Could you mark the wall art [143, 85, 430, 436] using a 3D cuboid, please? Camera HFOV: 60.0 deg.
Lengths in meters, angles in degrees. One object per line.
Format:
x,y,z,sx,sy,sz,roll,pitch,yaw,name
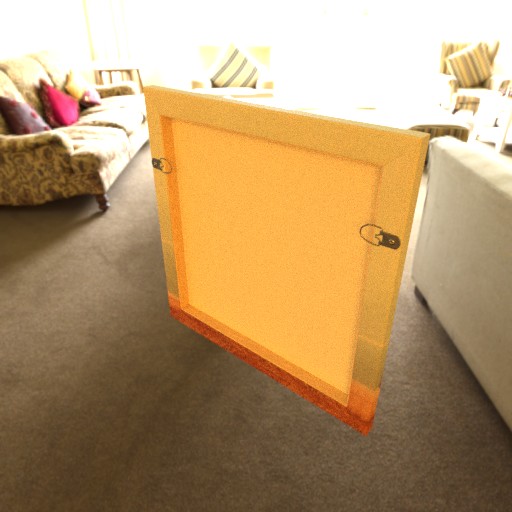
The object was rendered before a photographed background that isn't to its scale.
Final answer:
0.000,0.000,0.921,0.605,0.605,0.034,23,37,34,wall art
